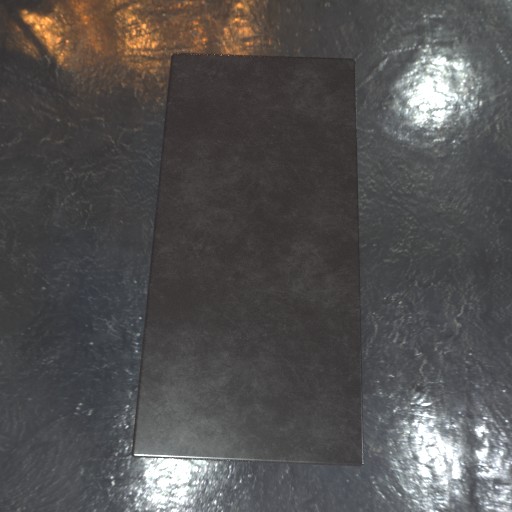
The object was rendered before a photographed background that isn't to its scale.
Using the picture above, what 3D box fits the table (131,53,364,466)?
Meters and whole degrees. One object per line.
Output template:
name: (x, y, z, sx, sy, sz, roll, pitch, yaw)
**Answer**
table: (0.000, 0.000, 1.463, 0.580, 0.487, 1.171, 2, 75, 1)
